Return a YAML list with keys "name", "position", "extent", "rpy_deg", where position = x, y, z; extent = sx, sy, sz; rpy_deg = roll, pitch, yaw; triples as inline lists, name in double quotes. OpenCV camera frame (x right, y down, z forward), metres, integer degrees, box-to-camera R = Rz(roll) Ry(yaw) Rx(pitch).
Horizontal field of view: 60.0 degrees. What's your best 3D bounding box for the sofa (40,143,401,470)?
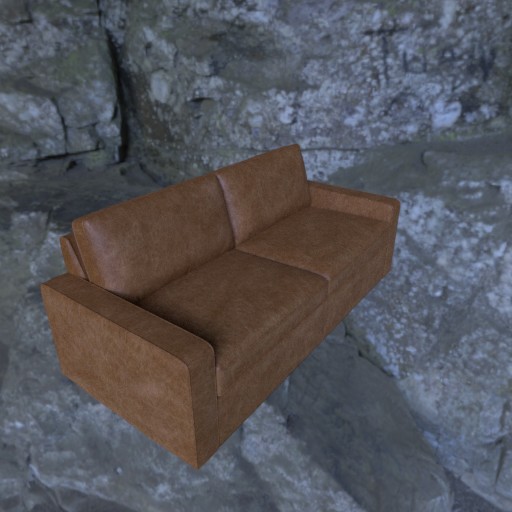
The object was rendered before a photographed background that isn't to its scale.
- name: "sofa"
  position: [0.000, 0.000, 2.623]
  extent: [0.991, 0.928, 2.156]
  rpy_deg: [19, 33, 32]
